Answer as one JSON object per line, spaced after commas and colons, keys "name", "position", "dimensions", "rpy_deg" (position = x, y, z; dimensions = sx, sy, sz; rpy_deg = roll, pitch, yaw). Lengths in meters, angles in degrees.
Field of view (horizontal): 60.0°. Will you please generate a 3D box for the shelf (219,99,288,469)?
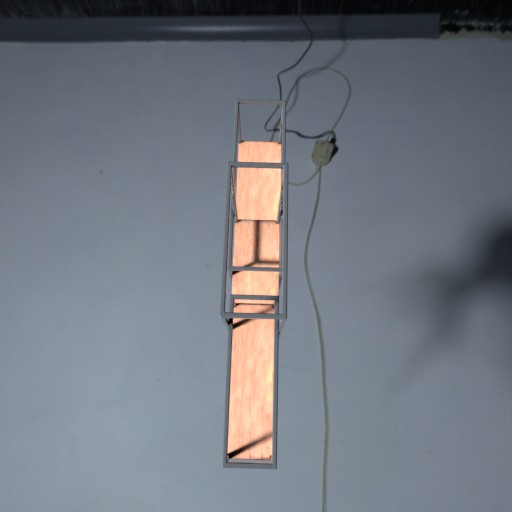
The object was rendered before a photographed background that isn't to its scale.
{"name": "shelf", "position": [0.000, 0.000, 2.130], "dimensions": [0.275, 0.972, 1.781], "rpy_deg": [2, 74, 0]}
